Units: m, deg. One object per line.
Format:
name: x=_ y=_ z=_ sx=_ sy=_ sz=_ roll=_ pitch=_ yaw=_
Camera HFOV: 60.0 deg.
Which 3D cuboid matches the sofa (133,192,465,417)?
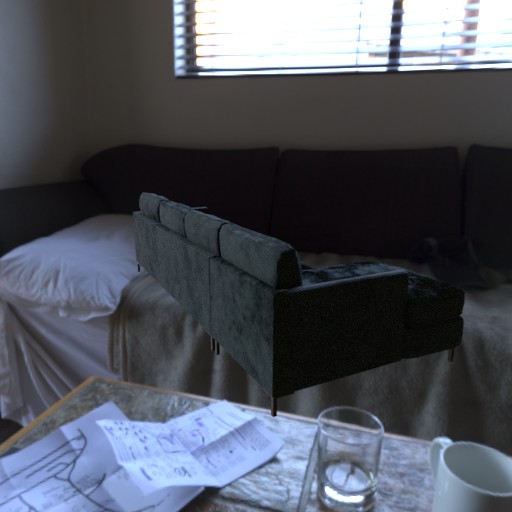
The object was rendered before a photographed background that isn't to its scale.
sofa: x=0.000 y=0.000 z=4.120 sx=1.500 sy=0.967 sz=3.400 roll=-7 pitch=16 yaw=-26
